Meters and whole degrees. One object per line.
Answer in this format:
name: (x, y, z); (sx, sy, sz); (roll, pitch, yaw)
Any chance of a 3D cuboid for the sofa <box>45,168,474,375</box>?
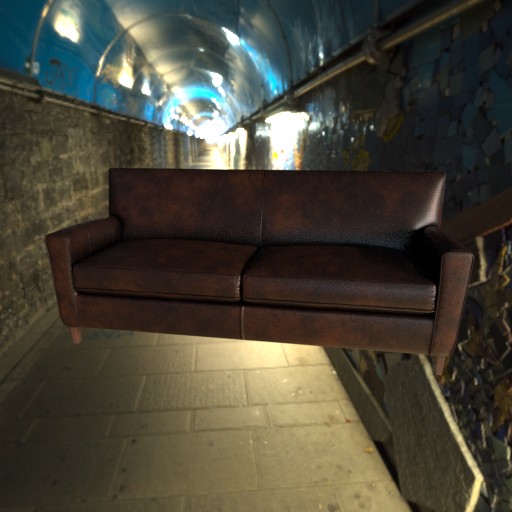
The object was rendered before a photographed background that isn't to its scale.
sofa: (0.000, 0.000, 2.386); (1.995, 0.871, 0.786); (3, 15, 10)
